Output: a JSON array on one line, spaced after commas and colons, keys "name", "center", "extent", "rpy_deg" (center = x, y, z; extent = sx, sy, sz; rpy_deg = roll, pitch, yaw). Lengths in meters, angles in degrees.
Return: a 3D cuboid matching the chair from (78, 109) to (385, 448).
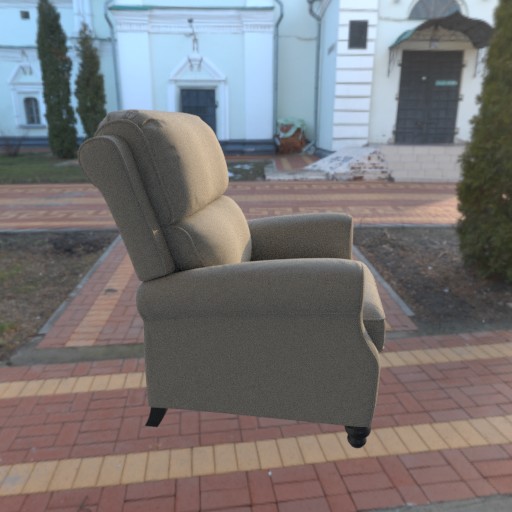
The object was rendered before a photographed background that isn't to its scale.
[{"name": "chair", "center": [0.000, 0.000, 1.678], "extent": [0.919, 1.046, 0.859], "rpy_deg": [3, 17, 9]}]
